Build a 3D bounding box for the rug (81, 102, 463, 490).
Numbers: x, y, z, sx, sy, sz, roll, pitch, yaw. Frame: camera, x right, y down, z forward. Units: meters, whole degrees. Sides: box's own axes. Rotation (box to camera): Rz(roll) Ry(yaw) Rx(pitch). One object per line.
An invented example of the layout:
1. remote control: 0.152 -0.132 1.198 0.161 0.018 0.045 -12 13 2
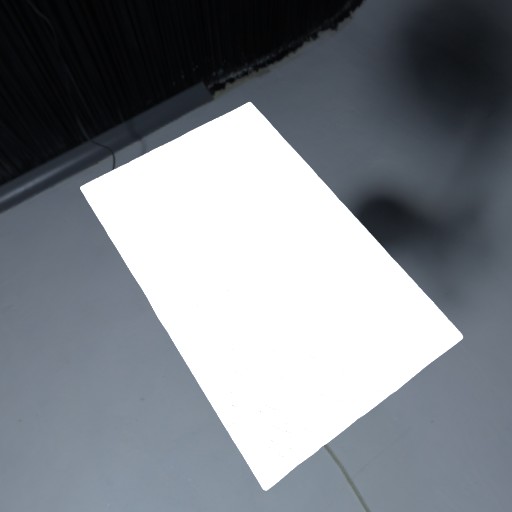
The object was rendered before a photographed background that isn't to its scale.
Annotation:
1. rug: 0.000 0.000 3.067 1.546 0.010 2.442 -31 68 -14
